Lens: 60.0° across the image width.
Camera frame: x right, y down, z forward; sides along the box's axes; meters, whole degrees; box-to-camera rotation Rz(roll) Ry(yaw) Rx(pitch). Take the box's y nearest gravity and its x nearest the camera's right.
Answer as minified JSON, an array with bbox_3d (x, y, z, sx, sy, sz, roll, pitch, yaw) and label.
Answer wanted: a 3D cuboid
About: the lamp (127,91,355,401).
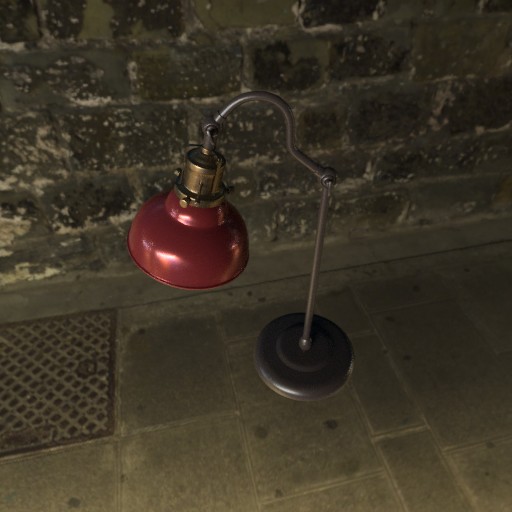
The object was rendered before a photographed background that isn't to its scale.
[{"bbox_3d":[0.000,0.000,0.675,0.374,0.508,0.192,1,43,1],"label":"lamp"}]
